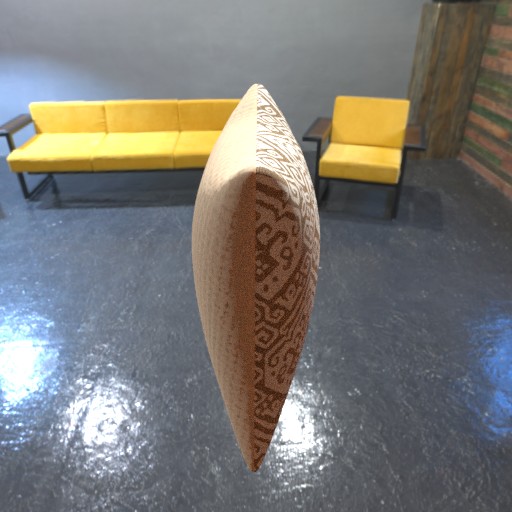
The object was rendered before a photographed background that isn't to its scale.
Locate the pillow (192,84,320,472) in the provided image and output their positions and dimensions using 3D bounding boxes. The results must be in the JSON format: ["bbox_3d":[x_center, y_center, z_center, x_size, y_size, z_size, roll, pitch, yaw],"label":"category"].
[{"bbox_3d":[0.000,0.000,0.645,0.173,0.407,0.419,0,31,0],"label":"pillow"}]
